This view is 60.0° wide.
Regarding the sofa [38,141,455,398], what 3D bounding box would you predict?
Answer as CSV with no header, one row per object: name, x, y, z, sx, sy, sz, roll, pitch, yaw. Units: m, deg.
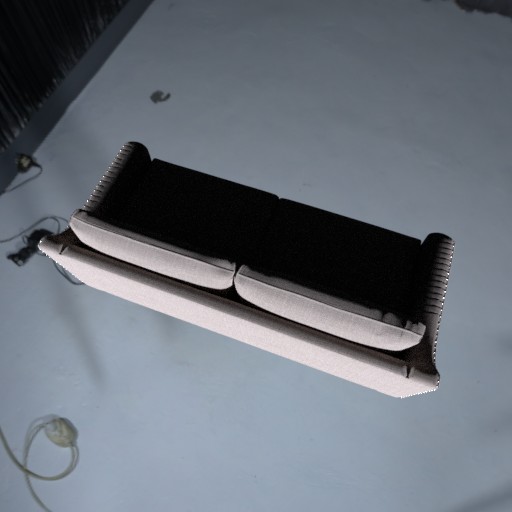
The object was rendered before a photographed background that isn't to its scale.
sofa,0.000,0.000,2.717,2.208,0.857,1.000,18,64,9
